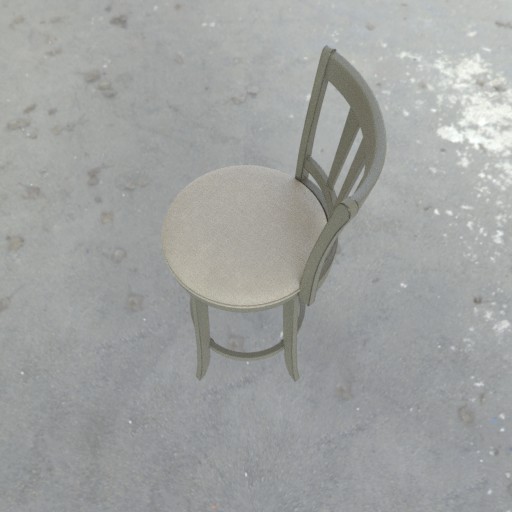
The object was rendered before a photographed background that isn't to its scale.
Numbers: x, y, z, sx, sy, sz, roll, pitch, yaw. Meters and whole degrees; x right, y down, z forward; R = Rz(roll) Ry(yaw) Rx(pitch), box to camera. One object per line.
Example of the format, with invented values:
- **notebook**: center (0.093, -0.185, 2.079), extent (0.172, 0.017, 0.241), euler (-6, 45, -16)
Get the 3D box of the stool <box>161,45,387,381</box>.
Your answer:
- **stool**: center (0.000, 0.000, 1.245), extent (0.486, 0.994, 0.450), euler (1, 58, 0)
